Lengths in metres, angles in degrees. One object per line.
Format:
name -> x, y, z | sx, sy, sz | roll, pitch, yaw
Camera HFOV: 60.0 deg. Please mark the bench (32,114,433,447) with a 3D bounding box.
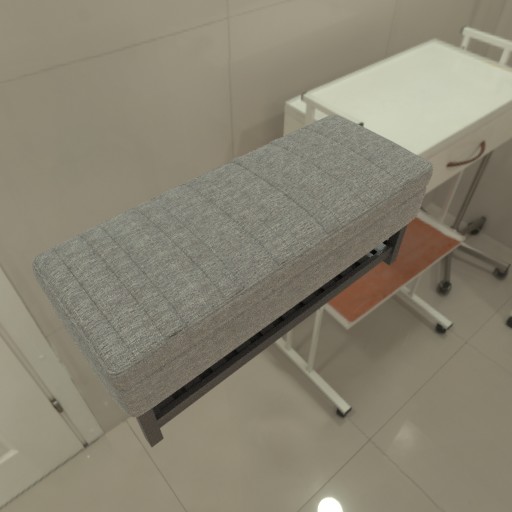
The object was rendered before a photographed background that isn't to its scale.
bench -> 0.000, 0.000, 1.333 | 1.100, 0.470, 0.429 | -32, 54, -27
